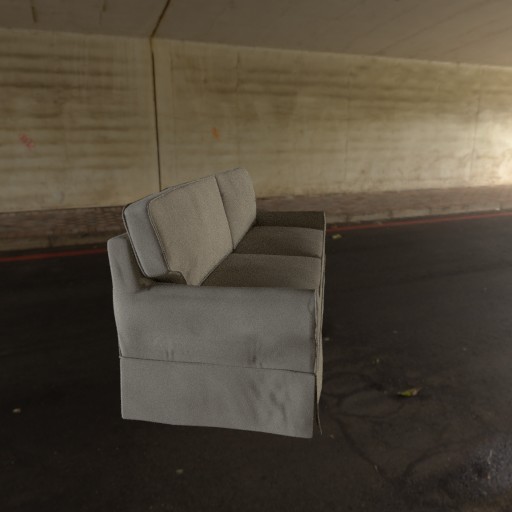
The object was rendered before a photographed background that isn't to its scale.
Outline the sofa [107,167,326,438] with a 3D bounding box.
[{"bbox_3d":[0.000,0.000,2.805,0.900,1.014,2.246,2,15,9],"label":"sofa"}]
